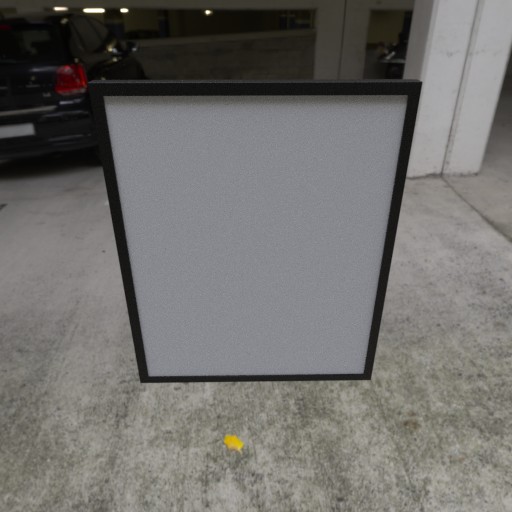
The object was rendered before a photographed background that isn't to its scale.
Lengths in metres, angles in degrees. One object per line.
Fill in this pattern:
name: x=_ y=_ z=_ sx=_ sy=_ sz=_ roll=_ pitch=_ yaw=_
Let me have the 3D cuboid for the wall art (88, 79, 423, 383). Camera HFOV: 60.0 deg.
wall art: x=0.000 y=0.000 z=0.535 sx=0.325 sy=0.397 sz=0.018 roll=-1 pitch=29 yaw=-1
